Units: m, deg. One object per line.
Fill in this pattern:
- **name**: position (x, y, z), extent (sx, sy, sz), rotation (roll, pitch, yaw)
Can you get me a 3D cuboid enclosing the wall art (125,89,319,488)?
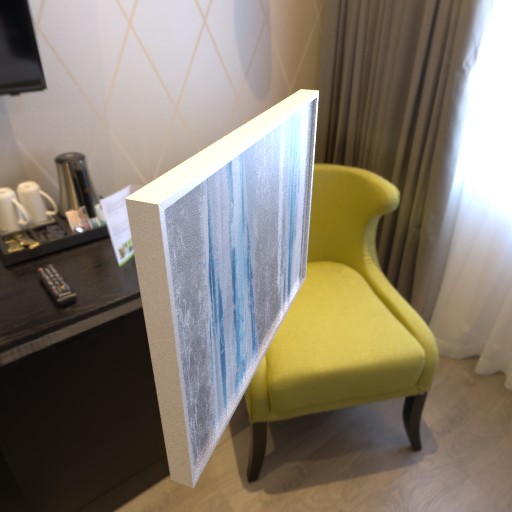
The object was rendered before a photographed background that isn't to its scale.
- **wall art**: position (0.000, 0.000, 1.375), extent (0.066, 0.801, 1.056), rotation (11, 33, 18)
